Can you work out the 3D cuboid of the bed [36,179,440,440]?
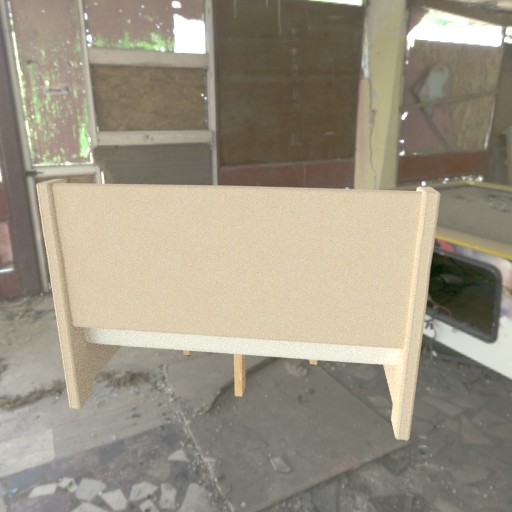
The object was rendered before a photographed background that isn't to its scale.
[{"bbox_3d":[0.000,0.000,3.601,2.145,1.471,2.293,2,18,8],"label":"bed"}]
